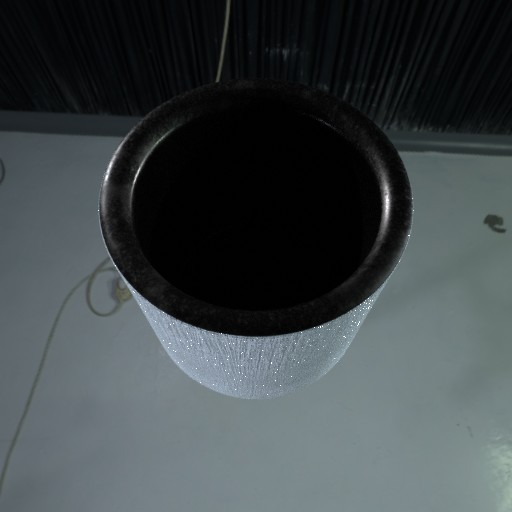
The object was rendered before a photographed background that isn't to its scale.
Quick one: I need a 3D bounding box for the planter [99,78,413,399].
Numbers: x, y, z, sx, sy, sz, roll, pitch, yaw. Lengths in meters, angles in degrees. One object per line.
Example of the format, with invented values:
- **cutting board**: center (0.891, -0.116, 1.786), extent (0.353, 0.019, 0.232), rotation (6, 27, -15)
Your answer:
- **planter**: center (0.000, 0.000, 0.291), extent (0.160, 0.156, 0.160), rotation (0, 62, 0)
